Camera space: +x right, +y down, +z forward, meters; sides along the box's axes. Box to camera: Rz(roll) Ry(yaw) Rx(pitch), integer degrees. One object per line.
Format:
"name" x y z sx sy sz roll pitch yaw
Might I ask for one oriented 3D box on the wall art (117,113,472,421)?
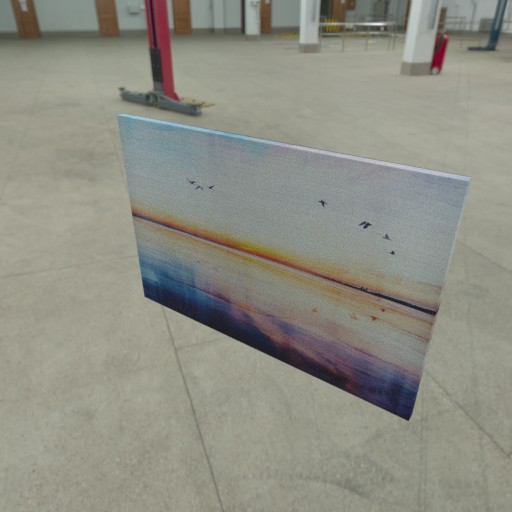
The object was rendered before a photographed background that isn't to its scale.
"wall art" 0.000 0.000 0.762 0.604 0.402 0.018 19 35 30
